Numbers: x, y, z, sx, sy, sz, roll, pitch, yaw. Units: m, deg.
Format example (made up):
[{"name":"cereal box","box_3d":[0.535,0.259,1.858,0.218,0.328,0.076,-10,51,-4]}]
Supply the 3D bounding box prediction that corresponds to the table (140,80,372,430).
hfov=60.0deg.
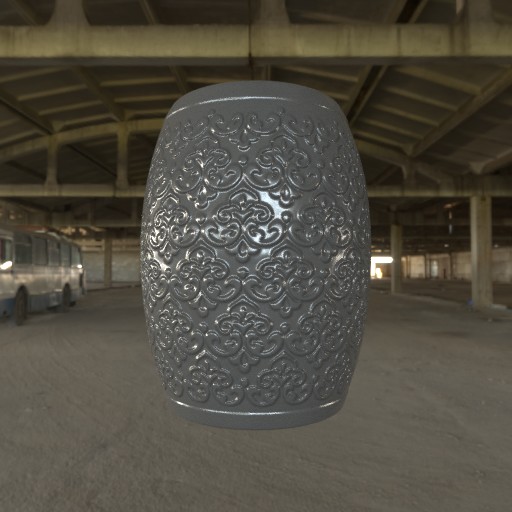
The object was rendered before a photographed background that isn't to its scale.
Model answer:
[{"name":"table","box_3d":[0.000,0.000,0.612,0.309,0.397,0.309,0,-2,0]}]
